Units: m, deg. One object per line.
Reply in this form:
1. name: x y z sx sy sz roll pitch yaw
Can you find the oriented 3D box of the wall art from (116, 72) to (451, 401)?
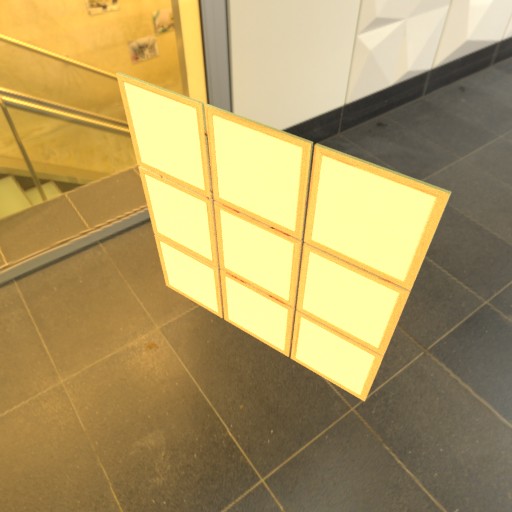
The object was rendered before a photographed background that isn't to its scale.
1. wall art: 0.000 0.000 1.821 1.214 1.219 0.013 27 53 22
